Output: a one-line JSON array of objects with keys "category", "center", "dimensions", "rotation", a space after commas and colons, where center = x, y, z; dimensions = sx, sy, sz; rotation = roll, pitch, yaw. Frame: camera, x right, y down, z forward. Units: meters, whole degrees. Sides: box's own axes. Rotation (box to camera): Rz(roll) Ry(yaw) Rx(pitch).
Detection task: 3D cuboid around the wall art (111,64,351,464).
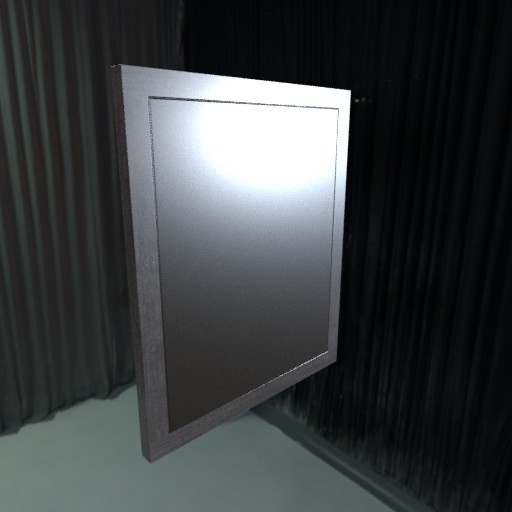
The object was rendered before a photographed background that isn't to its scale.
[{"category": "wall art", "center": [0.000, 0.000, 0.786], "dimensions": [0.479, 0.580, 0.027], "rotation": [-14, 21, -41]}]
